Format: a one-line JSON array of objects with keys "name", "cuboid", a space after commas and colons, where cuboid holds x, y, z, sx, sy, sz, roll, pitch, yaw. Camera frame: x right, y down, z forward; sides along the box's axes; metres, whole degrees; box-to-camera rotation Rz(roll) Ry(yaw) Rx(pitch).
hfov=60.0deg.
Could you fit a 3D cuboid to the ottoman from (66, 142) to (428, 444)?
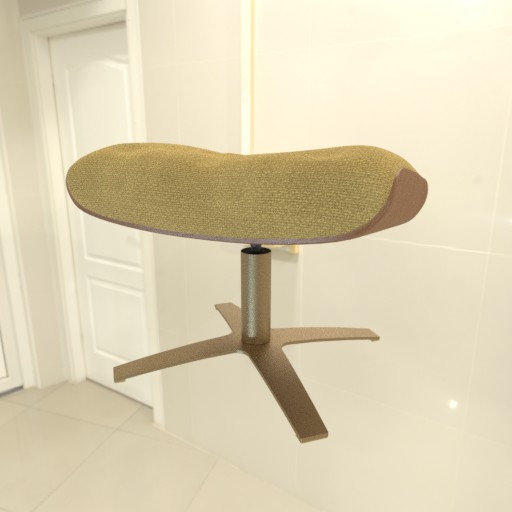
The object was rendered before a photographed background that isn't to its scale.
[{"name": "ottoman", "cuboid": [0.000, 0.000, 0.791, 0.520, 0.391, 0.394, 8, 17, 26]}]
